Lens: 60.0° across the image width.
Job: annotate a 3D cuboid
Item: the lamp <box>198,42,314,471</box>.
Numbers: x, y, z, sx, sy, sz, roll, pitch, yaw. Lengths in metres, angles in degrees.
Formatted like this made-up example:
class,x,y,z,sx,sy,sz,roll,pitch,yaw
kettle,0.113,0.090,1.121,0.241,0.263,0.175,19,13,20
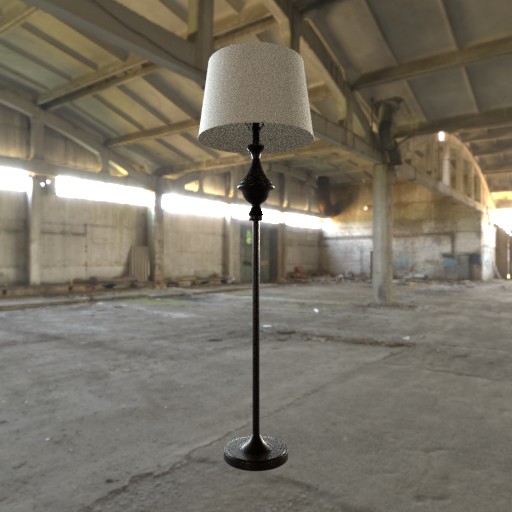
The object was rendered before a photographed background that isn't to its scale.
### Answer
class,x,y,z,sx,sy,sz,roll,pitch,yaw
lamp,0.000,0.000,1.652,0.431,1.484,0.431,0,-1,0
